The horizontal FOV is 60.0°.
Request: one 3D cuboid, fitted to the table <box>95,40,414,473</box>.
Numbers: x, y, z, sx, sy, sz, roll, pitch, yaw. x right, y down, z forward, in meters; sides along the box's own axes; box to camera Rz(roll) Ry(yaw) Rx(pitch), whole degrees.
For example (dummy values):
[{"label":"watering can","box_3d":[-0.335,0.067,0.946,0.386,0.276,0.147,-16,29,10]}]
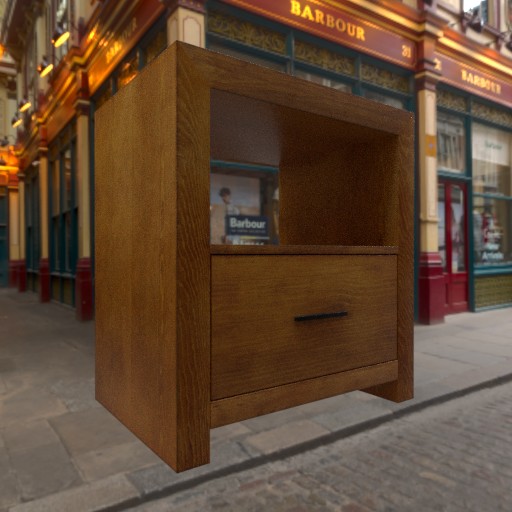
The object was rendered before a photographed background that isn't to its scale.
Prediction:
[{"label":"table","box_3d":[0.000,0.000,0.934,0.550,0.605,0.400,0,0,-36]}]
